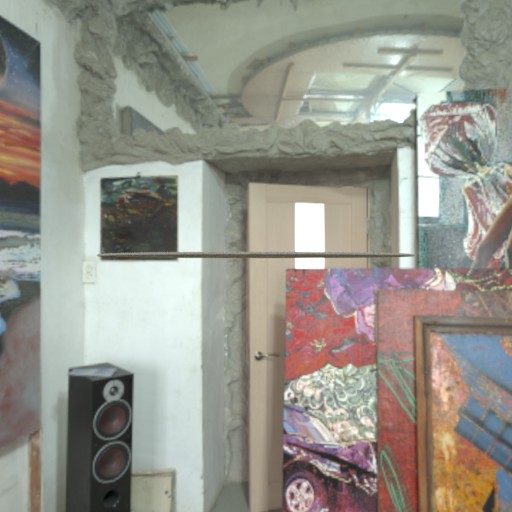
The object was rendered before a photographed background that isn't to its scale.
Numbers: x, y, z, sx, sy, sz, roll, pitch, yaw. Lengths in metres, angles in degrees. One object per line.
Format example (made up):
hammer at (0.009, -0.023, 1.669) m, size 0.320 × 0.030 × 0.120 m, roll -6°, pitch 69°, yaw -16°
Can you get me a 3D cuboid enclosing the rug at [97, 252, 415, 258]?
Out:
rug at (0.000, 0.000, 3.523) m, size 2.382 × 0.014 × 2.382 m, roll 0°, pitch -1°, yaw 0°
